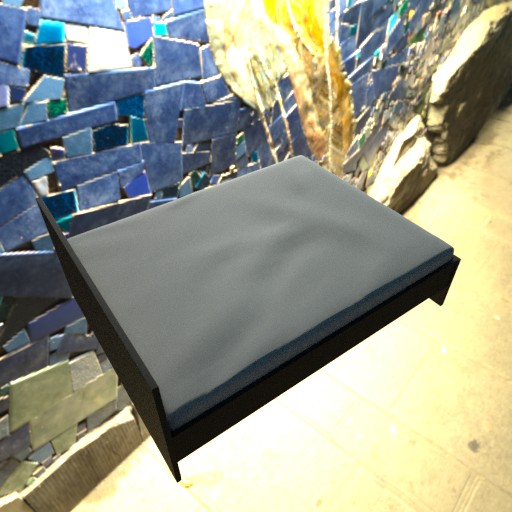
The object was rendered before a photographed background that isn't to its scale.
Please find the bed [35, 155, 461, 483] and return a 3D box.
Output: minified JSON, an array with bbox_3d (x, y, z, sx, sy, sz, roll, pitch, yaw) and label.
[{"bbox_3d":[0.000,0.000,2.855,2.073,0.823,1.585,-25,47,-26],"label":"bed"}]
